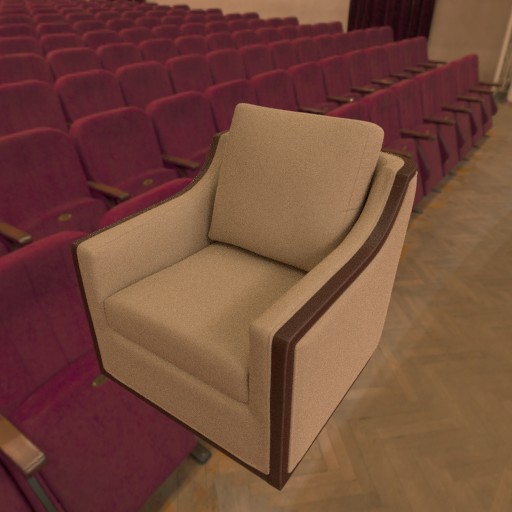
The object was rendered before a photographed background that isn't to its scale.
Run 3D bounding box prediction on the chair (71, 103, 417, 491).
[{"bbox_3d":[0.000,0.000,1.623,0.870,0.930,0.950,20,36,30],"label":"chair"}]
